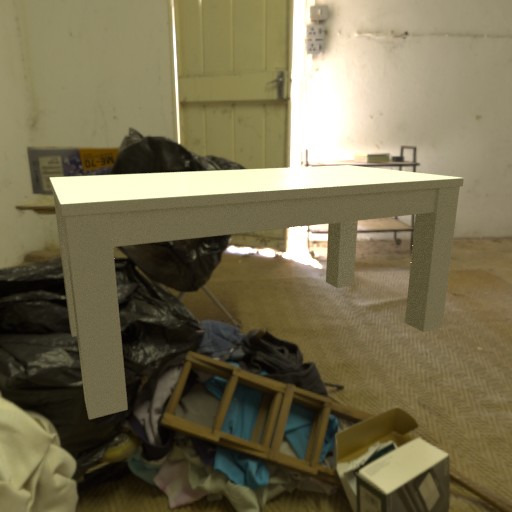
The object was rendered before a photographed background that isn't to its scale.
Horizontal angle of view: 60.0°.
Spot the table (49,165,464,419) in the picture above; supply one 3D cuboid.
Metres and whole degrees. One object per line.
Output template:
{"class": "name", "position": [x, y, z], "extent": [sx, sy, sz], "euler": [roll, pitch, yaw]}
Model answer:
{"class": "table", "position": [0.000, 0.000, 2.258], "extent": [1.800, 0.790, 0.900], "euler": [-8, 18, -25]}
